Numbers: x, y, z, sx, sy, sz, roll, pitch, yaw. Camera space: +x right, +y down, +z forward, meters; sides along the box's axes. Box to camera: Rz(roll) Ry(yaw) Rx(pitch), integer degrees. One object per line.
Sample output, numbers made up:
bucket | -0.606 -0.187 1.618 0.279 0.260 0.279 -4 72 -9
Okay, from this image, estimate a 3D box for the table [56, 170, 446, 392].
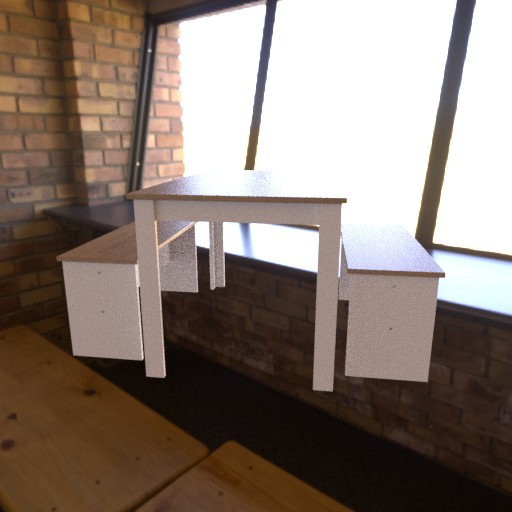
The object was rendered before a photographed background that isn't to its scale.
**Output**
table | 0.000 0.000 2.055 1.443 0.700 1.100 2 15 8
